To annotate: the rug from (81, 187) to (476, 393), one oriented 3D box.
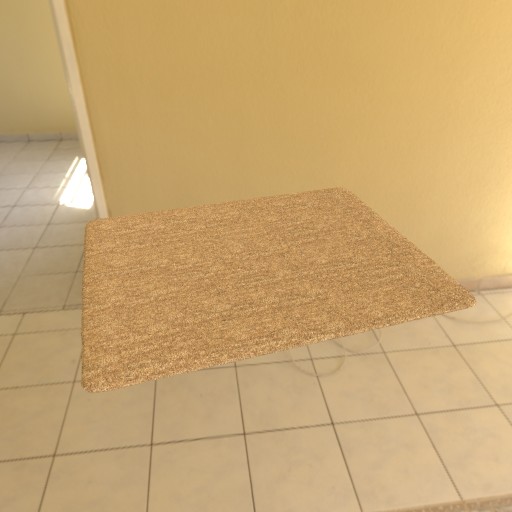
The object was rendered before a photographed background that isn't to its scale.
[{"bbox_3d":[0.000,0.000,3.838,2.873,0.050,2.242,-10,34,-15],"label":"rug"}]
